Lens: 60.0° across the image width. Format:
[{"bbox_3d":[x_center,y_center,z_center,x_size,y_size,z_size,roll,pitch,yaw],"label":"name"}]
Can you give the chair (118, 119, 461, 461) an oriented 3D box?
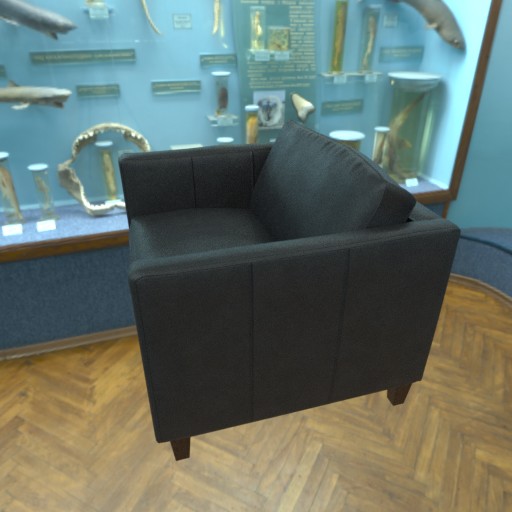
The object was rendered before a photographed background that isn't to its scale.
[{"bbox_3d":[0.000,0.000,1.557,0.862,0.811,0.939,-8,31,-14],"label":"chair"}]
